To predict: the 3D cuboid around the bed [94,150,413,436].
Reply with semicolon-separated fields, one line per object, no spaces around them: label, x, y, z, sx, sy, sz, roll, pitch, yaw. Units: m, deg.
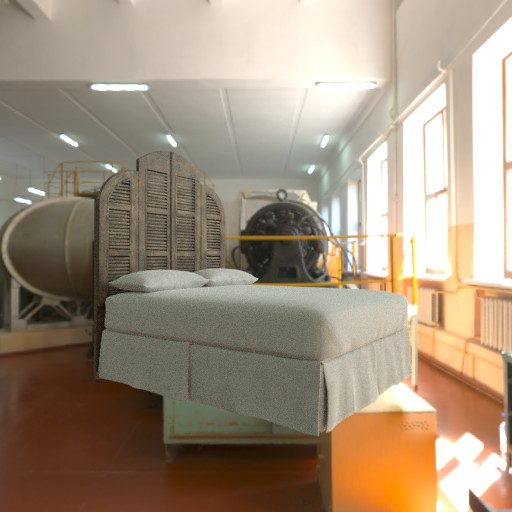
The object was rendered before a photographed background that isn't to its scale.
bed;0.000;0.000;3.692;2.138;2.019;1.713;0;-1;35
